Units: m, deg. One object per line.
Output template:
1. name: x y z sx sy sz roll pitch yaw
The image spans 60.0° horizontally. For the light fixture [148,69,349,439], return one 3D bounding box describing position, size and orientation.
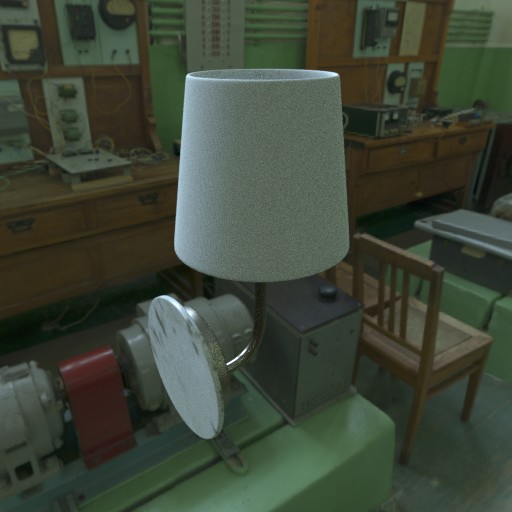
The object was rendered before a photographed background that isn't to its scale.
1. light fixture: 0.000 0.000 0.443 0.188 0.337 0.168 -18 31 -32
